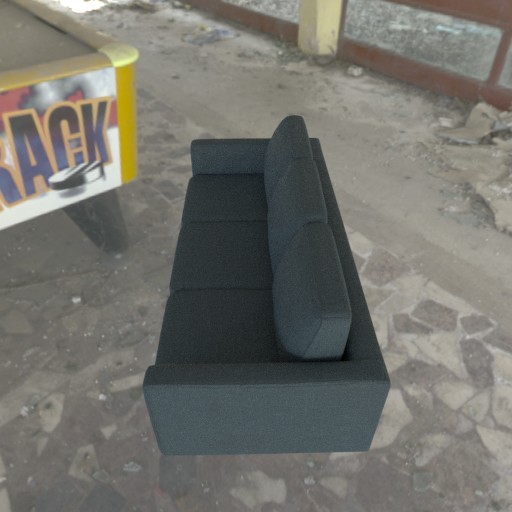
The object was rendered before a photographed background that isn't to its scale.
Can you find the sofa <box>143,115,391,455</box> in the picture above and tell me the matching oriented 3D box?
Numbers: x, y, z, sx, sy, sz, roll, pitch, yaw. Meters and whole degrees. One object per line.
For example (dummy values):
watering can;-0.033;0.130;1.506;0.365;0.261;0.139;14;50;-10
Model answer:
sofa;0.000;0.000;2.503;0.935;0.945;2.013;-1;40;-1
